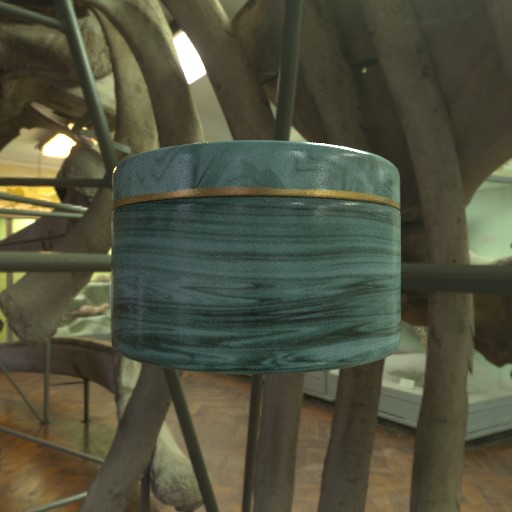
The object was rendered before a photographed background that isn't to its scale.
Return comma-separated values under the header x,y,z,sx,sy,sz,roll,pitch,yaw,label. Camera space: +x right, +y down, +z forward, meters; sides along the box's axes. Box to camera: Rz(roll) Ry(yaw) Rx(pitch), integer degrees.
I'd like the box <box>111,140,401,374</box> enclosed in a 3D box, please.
x,y,z,sx,sy,sz,roll,pitch,yaw,label
0.000,0.000,0.163,0.101,0.063,0.101,0,-1,0,box
